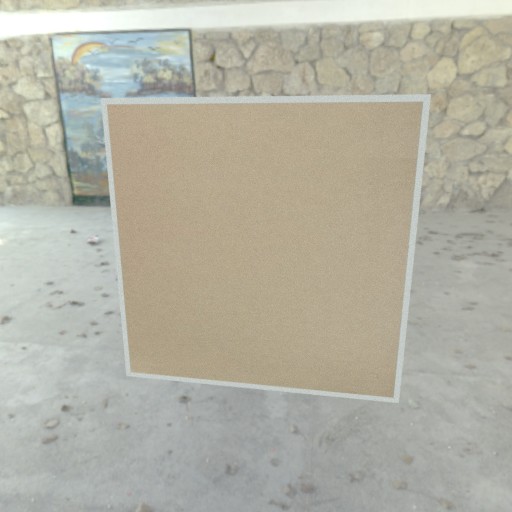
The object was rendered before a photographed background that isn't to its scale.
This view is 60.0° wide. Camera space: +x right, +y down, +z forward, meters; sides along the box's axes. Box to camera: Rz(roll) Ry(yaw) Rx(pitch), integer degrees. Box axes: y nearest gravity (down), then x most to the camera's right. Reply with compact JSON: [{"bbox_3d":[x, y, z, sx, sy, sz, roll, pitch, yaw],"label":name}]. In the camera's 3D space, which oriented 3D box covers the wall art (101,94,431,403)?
[{"bbox_3d":[0.000,0.000,1.194,0.809,0.809,0.012,3,17,10],"label":"wall art"}]
